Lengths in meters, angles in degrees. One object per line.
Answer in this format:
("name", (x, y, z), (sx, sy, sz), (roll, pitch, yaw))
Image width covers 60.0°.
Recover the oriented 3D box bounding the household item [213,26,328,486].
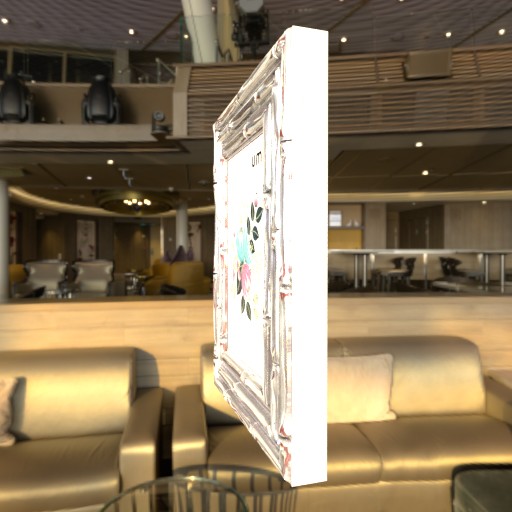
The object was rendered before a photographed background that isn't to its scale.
("household item", (0.000, 0.000, 0.288), (0.025, 0.216, 0.165), (0, 1, -17))
